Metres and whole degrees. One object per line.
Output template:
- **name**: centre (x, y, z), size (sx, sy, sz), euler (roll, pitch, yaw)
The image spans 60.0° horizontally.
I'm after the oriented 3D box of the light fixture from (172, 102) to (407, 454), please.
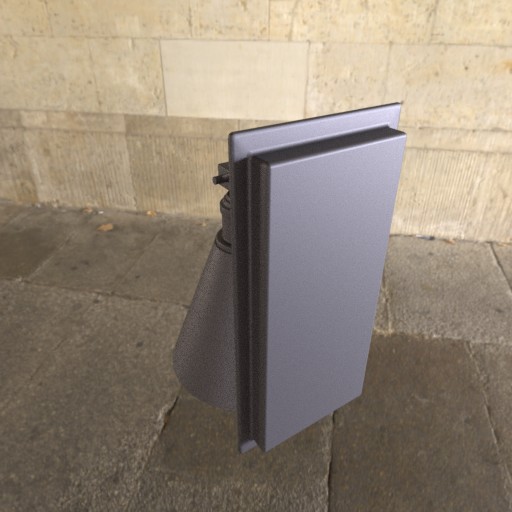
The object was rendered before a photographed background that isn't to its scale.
- **light fixture**: centre (0.000, 0.000, 0.427), size (0.170, 0.298, 0.207), euler (-19, 36, -28)
